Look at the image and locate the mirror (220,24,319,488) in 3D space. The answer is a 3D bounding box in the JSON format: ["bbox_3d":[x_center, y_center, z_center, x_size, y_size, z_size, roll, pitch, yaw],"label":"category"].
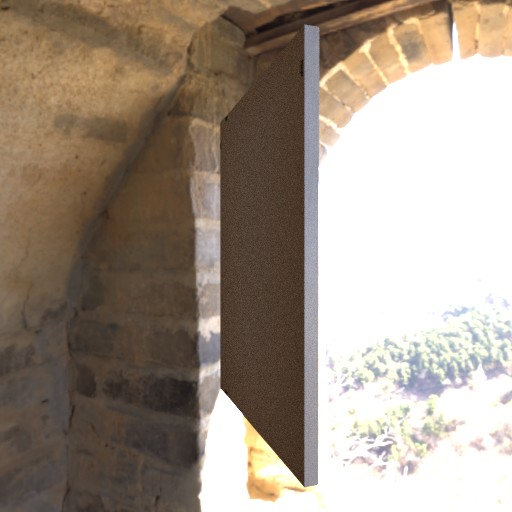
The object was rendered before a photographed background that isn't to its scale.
[{"bbox_3d":[0.000,0.000,1.338,0.041,1.016,0.762,0,0,-19],"label":"mirror"}]
